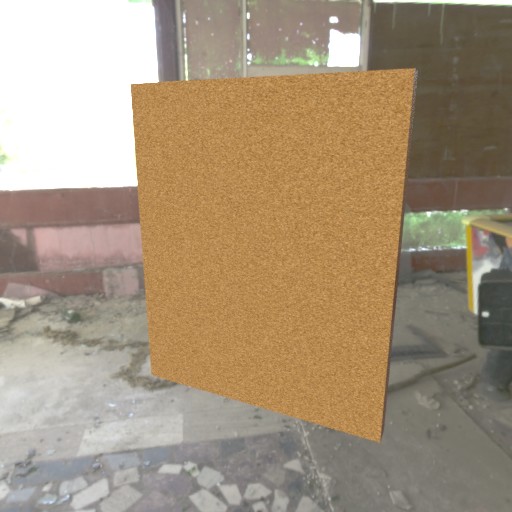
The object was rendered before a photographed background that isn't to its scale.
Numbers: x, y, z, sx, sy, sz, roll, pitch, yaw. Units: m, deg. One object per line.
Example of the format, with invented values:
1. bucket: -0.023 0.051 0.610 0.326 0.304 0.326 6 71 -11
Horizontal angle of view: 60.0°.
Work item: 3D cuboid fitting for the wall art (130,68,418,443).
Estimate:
1. wall art: 0.000 0.000 0.757 0.467 0.567 0.033 8 18 25
